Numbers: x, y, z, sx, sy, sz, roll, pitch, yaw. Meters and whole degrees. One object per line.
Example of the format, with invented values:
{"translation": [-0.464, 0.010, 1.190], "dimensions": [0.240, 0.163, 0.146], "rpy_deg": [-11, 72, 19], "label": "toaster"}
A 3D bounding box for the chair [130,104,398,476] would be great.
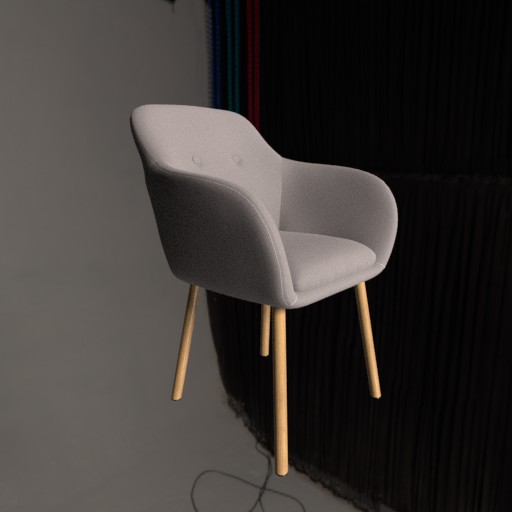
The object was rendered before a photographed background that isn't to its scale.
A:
{"translation": [0.000, 0.000, 1.236], "dimensions": [0.590, 0.830, 0.570], "rpy_deg": [12, 18, 42], "label": "chair"}
